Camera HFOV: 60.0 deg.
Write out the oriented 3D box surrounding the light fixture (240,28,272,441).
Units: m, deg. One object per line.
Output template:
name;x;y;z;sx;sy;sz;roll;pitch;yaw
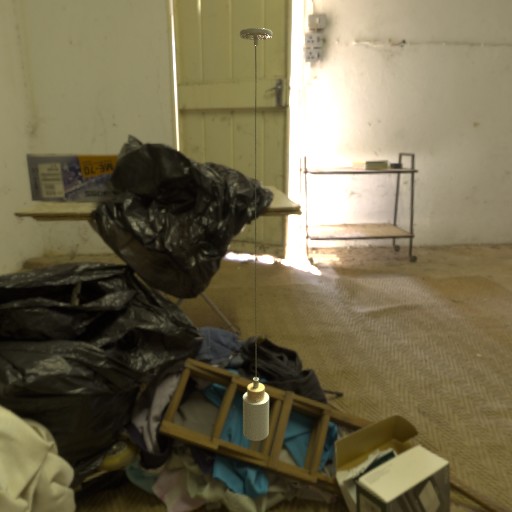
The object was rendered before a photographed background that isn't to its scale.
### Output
light fixture;0.000;0.000;1.950;0.125;1.798;0.125;-7;17;-25
